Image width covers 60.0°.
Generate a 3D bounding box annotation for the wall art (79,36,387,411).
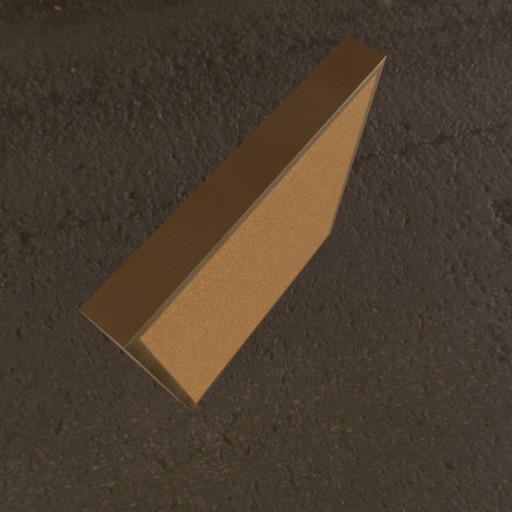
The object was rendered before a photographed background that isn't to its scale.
[{"bbox_3d":[0.000,0.000,0.452,0.038,0.303,0.305,34,69,15],"label":"wall art"}]
